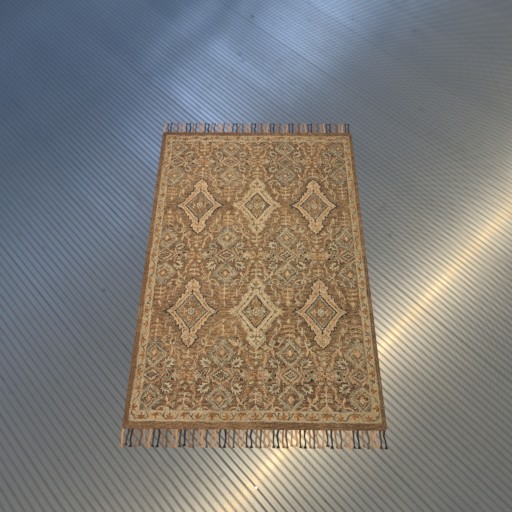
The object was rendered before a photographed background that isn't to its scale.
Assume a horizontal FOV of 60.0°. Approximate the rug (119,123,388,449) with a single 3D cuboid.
[{"bbox_3d":[0.000,0.000,3.049,1.516,0.010,2.434,0,62,0],"label":"rug"}]
